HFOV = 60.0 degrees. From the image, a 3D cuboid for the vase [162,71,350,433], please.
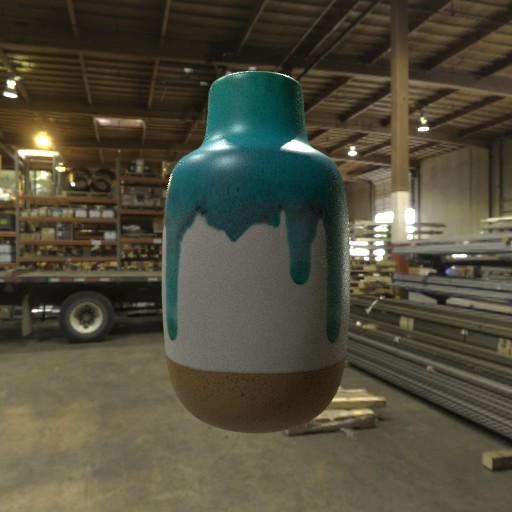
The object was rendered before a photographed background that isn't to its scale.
[{"bbox_3d":[0.000,0.000,0.255,0.106,0.192,0.106,0,1,0],"label":"vase"}]
